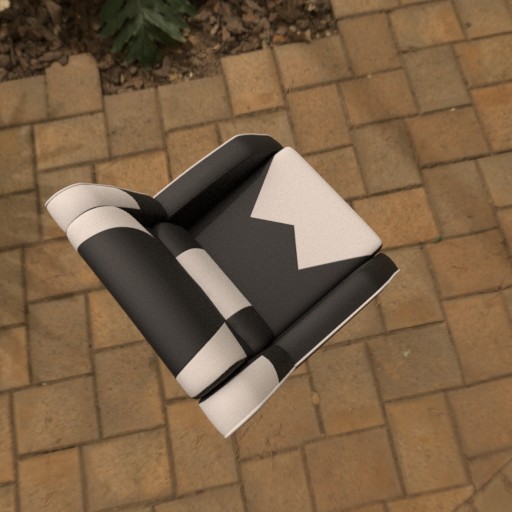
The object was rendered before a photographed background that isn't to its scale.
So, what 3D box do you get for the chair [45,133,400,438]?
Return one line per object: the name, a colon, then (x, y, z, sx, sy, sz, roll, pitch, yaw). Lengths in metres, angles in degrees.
chair: (0.000, 0.000, 1.273, 0.672, 0.805, 0.620, -39, 78, -10)
